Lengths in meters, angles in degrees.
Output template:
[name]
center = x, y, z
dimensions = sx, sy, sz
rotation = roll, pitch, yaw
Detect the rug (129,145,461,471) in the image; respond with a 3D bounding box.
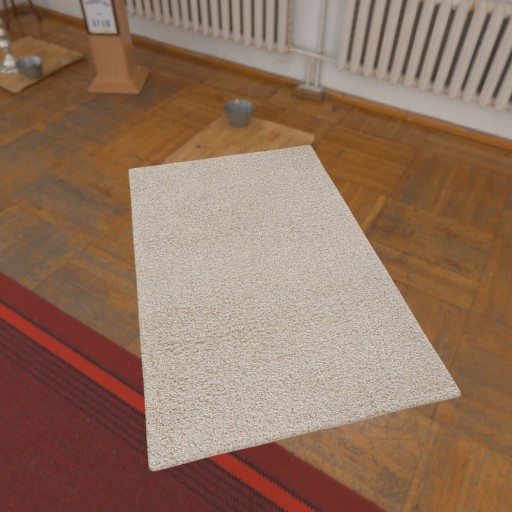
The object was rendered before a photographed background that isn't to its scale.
[rug]
center = 0.000, 0.000, 3.336
dimensions = 1.778, 0.030, 2.743
rotation = -10, 46, -9
